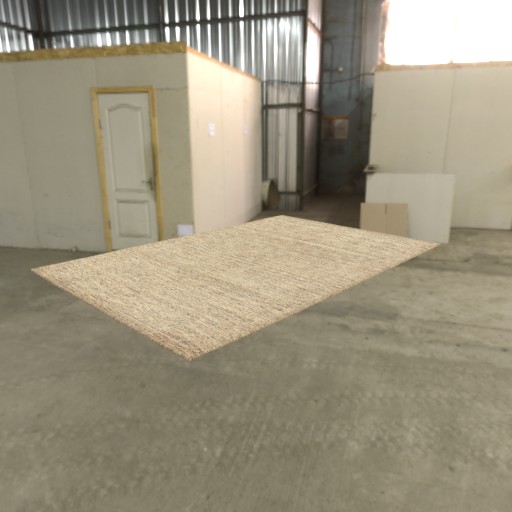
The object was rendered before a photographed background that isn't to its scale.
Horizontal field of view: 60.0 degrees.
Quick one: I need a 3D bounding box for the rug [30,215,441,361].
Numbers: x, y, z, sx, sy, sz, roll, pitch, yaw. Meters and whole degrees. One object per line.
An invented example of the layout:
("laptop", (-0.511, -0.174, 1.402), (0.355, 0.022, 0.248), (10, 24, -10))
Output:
("rug", (0.000, 0.000, 2.323), (1.211, 0.018, 1.822), (15, 22, 42))
